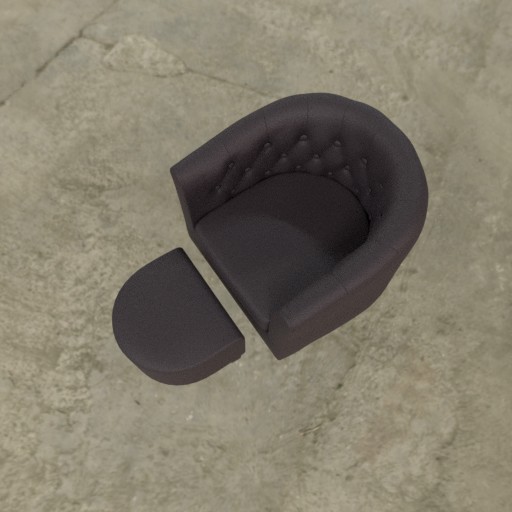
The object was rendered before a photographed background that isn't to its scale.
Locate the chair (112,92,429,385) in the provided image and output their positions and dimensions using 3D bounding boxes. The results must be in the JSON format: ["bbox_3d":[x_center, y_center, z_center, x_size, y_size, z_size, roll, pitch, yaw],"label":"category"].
[{"bbox_3d":[0.000,0.000,1.693,1.191,0.760,0.763,-32,68,-15],"label":"chair"}]
